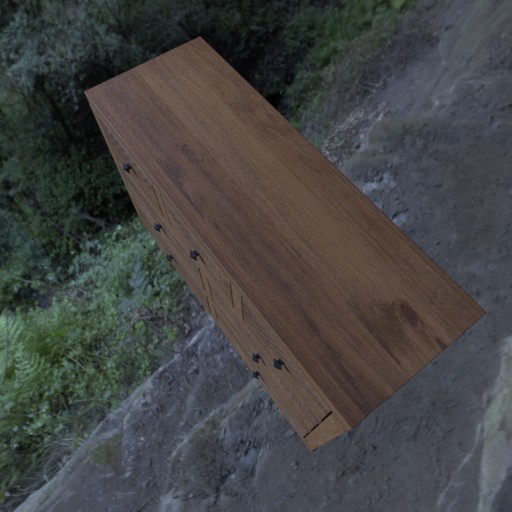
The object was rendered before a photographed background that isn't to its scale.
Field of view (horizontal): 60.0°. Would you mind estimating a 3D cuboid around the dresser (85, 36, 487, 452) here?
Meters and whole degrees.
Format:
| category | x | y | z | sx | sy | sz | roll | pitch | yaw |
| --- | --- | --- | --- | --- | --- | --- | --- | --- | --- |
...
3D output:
| category | x | y | z | sx | sy | sz | roll | pitch | yaw |
| --- | --- | --- | --- | --- | --- | --- | --- | --- | --- |
| dresser | 0.000 | 0.000 | 1.607 | 0.479 | 0.825 | 1.261 | -34 | 68 | -16 |
